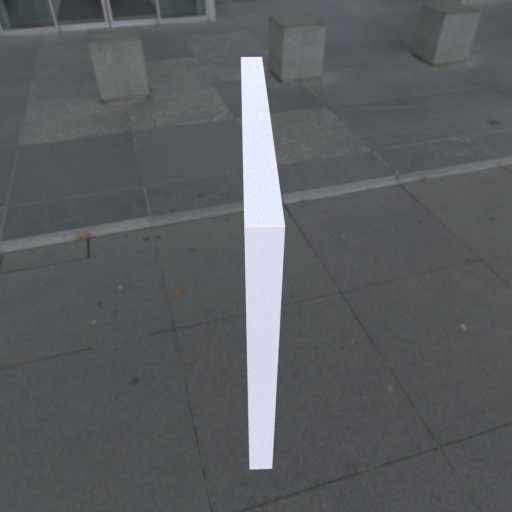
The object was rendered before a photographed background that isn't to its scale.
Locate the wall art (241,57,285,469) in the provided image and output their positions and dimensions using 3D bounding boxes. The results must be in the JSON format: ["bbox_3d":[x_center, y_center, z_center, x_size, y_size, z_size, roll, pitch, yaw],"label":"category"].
[{"bbox_3d":[0.000,0.000,0.771,0.038,0.508,0.507,-1,41,-1],"label":"wall art"}]
